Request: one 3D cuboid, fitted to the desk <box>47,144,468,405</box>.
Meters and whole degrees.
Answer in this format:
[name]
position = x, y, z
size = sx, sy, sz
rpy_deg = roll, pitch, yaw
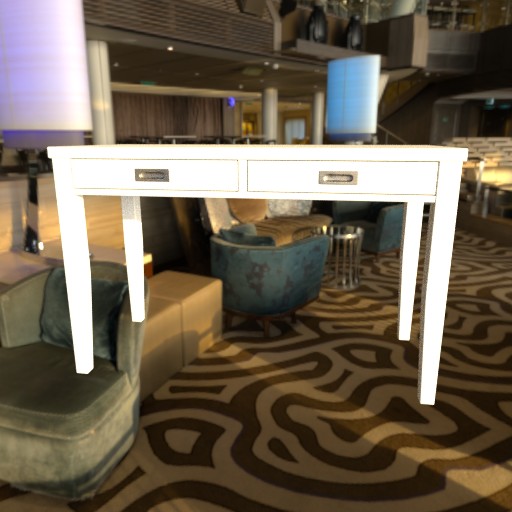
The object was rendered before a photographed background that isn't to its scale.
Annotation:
[desk]
position = 0.000, 0.000, 1.606
size = 1.220, 0.775, 0.508
rpy_deg = 2, 15, 9
